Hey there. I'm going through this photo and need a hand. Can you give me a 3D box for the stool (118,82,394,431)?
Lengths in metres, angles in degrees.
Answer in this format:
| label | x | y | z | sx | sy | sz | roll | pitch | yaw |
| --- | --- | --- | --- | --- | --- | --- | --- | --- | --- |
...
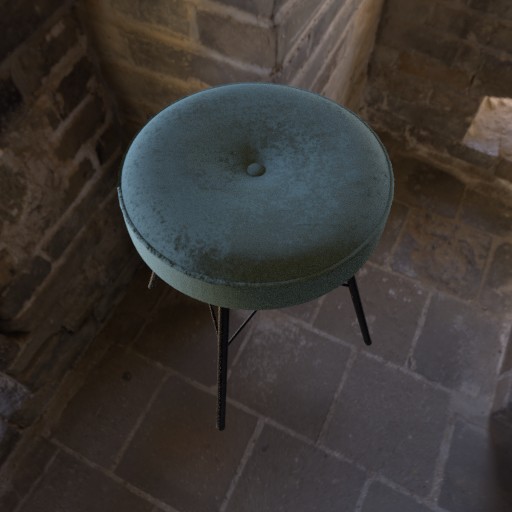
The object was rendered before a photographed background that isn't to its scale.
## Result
| label | x | y | z | sx | sy | sz | roll | pitch | yaw |
| --- | --- | --- | --- | --- | --- | --- | --- | --- | --- |
| stool | 0.000 | 0.000 | 0.861 | 0.457 | 0.519 | 0.458 | -18 | 59 | -11 |
